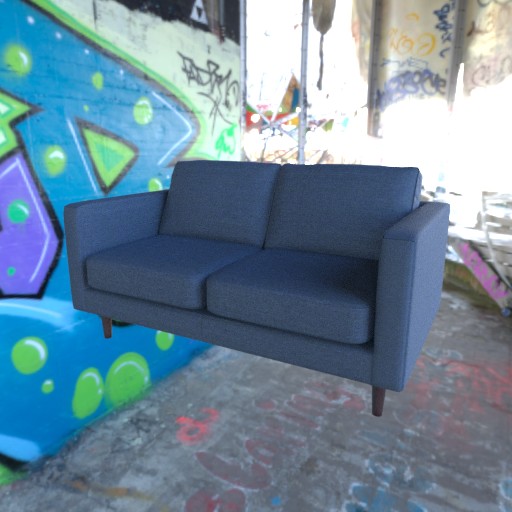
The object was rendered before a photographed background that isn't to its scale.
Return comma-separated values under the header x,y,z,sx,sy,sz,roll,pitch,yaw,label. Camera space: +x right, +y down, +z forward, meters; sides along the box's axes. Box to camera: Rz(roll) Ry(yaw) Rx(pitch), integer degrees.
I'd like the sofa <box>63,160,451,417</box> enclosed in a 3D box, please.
x,y,z,sx,sy,sz,roll,pitch,yaw,label
0.000,0.000,2.224,1.659,0.907,0.999,8,16,28,sofa
